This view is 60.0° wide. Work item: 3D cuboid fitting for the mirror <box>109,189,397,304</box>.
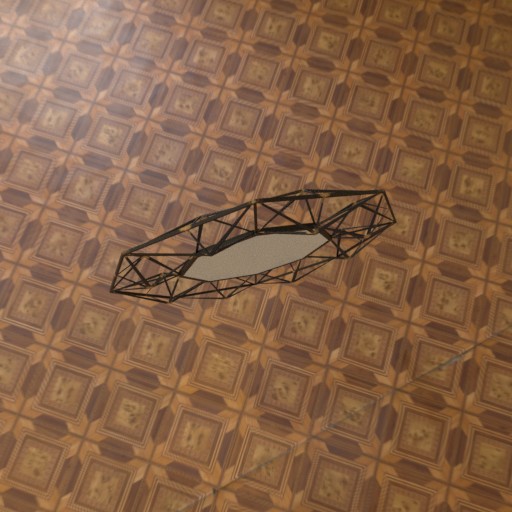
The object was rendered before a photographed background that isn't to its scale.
[{"bbox_3d":[0.000,0.000,1.064,0.710,0.710,0.094,-14,76,-4],"label":"mirror"}]
